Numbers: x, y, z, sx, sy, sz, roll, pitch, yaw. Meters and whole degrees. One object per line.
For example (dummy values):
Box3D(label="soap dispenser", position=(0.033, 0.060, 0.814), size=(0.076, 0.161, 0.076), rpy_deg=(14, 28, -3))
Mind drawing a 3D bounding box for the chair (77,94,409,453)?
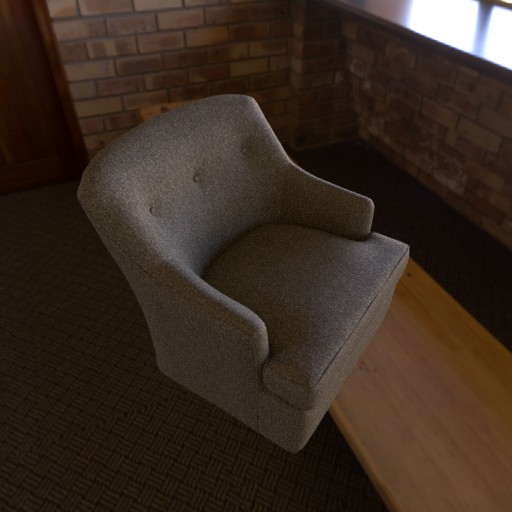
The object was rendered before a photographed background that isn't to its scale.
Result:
Box3D(label="chair", position=(0.000, 0.000, 1.629), size=(0.923, 0.856, 0.864), rpy_deg=(25, 47, 25))
